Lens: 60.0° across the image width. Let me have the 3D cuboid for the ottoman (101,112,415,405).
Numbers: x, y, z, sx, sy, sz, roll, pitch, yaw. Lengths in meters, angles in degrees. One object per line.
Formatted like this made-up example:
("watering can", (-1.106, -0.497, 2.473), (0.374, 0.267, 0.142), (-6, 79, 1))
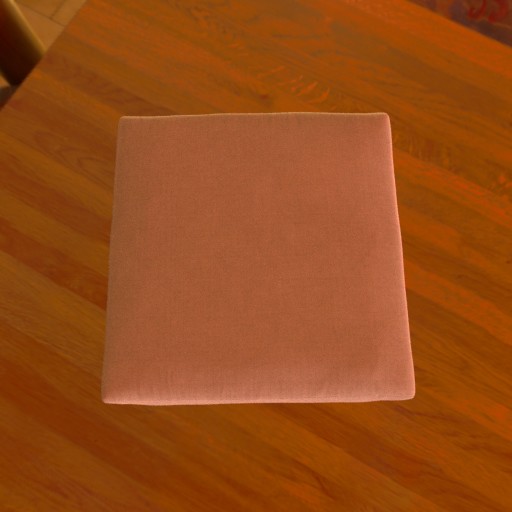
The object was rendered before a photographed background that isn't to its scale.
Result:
("ottoman", (0.000, 0.000, 1.870), (1.171, 0.517, 1.203), (-1, 76, 0))
